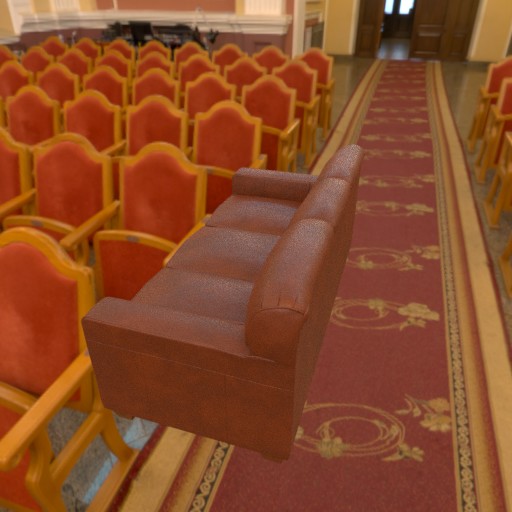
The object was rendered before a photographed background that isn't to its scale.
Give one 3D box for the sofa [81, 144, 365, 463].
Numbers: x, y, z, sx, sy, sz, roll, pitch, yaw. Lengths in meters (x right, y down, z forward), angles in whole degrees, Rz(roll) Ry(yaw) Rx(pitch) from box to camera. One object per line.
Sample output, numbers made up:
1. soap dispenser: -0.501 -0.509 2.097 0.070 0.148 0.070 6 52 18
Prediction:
1. sofa: 0.000 0.000 2.659 1.008 0.953 2.039 9 32 15
